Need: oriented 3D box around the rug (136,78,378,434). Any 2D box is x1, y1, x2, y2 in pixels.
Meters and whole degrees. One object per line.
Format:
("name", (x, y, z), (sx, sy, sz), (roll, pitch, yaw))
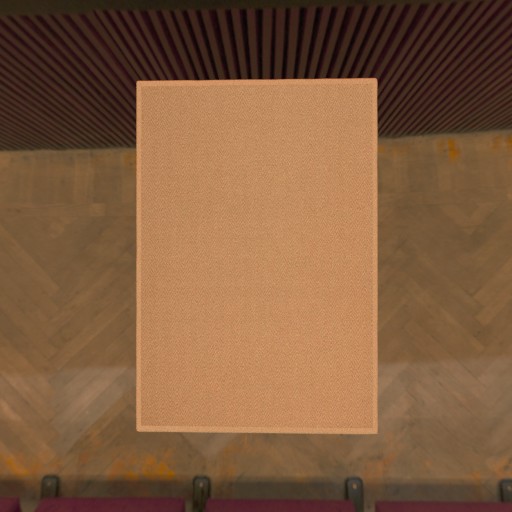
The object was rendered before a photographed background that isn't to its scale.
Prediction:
("rug", (0.000, 0.000, 2.813), (1.532, 0.017, 2.244), (0, 90, 2))
